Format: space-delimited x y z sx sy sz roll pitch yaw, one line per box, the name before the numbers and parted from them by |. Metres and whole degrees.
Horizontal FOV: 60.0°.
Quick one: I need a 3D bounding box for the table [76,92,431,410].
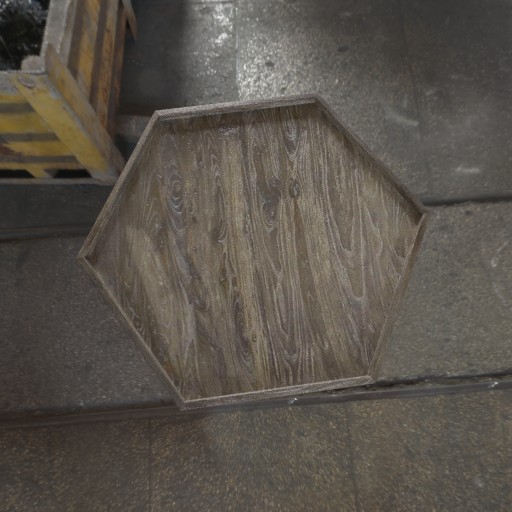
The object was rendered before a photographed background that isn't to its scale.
table | 0.000 0.000 1.614 0.966 0.488 1.115 -37 78 -9
